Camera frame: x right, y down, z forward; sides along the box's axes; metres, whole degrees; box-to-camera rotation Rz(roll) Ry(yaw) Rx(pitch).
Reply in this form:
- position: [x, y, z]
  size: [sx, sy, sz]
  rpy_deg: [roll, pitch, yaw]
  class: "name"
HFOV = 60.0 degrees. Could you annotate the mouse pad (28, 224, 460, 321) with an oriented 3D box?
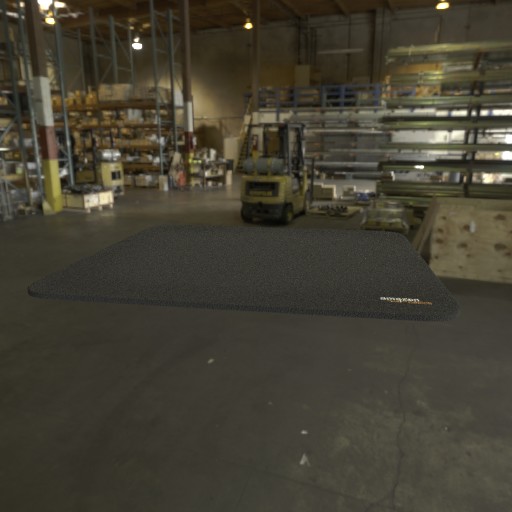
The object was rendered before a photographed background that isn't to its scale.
- position: [0.000, 0.000, 0.314]
  size: [0.229, 0.003, 0.203]
  rpy_deg: [2, 15, 9]
  class: "mouse pad"
